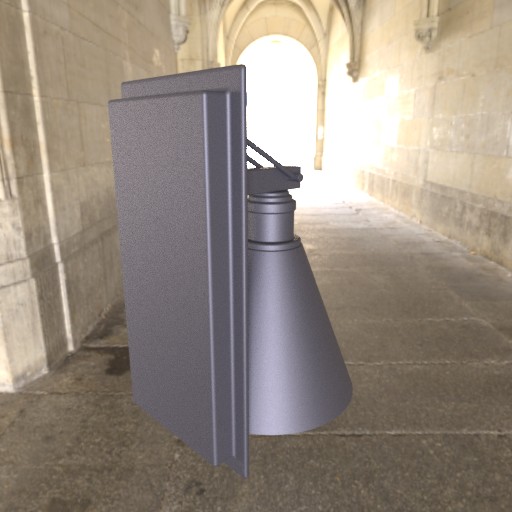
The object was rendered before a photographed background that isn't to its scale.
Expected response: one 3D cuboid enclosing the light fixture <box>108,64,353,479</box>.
[{"bbox_3d":[0.000,0.000,0.409,0.207,0.298,0.170,-15,22,-43],"label":"light fixture"}]
